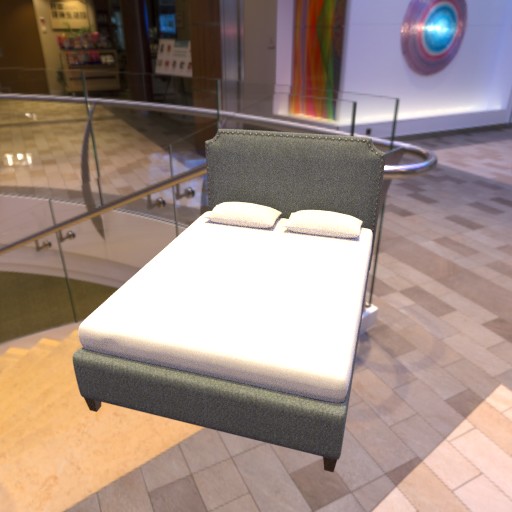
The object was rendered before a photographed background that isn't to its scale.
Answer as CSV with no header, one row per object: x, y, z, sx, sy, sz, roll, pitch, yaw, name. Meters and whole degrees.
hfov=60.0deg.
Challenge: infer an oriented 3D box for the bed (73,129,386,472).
0.000,0.000,3.414,1.712,1.443,2.372,8,28,15,bed
